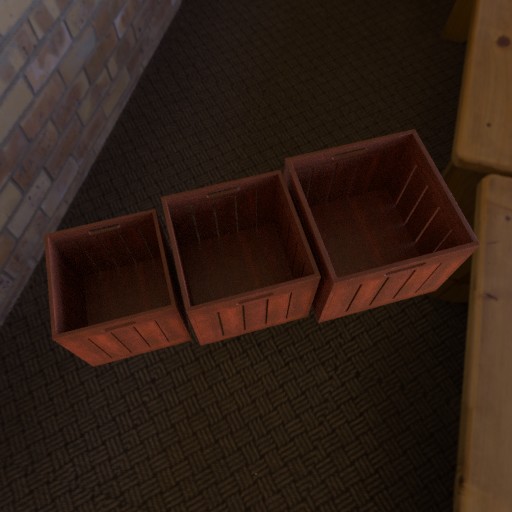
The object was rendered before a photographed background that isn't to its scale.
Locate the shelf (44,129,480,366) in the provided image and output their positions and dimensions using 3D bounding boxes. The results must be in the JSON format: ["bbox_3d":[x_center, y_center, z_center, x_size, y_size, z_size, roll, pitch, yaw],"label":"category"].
[{"bbox_3d":[0.000,0.000,1.276,1.064,0.311,0.393,-14,65,-7],"label":"shelf"}]
